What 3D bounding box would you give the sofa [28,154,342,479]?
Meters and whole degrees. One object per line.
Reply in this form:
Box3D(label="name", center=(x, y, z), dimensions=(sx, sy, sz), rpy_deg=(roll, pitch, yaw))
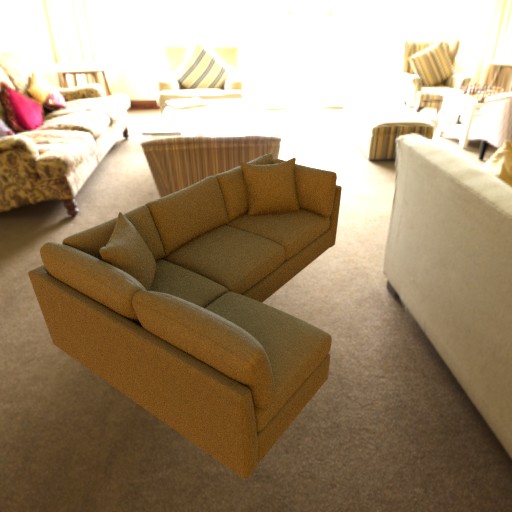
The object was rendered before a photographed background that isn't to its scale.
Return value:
Box3D(label="sofa", center=(0.000, 0.000, 3.794), dimensions=(1.994, 0.978, 2.896), rpy_deg=(20, 36, 31))
